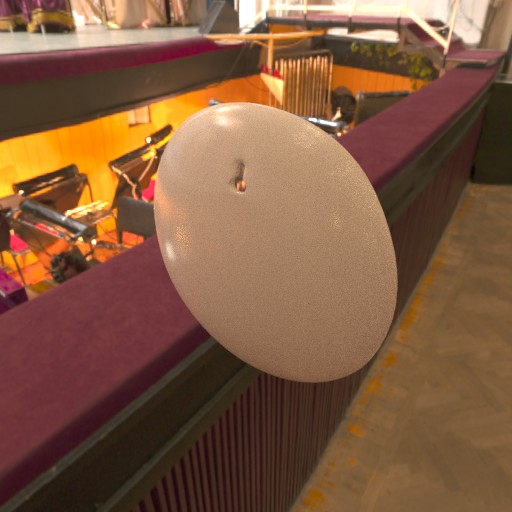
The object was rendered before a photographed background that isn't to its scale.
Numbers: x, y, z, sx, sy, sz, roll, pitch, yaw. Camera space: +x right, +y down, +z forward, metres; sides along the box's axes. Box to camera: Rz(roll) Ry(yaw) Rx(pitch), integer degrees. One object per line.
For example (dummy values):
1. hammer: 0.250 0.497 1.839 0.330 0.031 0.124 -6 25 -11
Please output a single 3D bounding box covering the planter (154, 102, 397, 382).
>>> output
1. planter: 0.000 0.000 0.284 0.185 0.188 0.043 21 36 31
